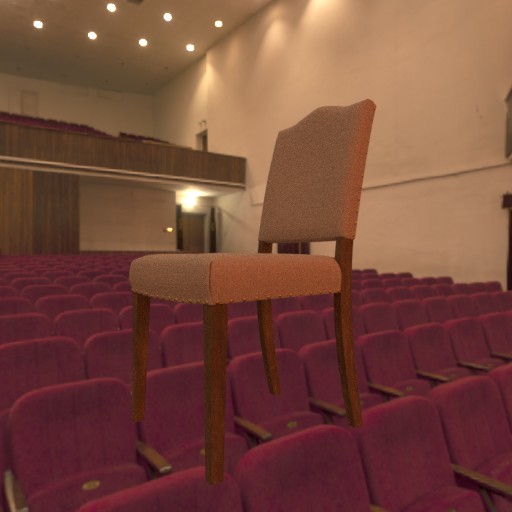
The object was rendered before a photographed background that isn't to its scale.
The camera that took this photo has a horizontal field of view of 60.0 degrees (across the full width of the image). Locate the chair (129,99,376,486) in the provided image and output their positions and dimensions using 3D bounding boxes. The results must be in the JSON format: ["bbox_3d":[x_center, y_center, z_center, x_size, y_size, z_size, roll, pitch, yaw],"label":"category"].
[{"bbox_3d":[0.000,0.000,1.356,0.620,1.020,0.508,0,0,-36],"label":"chair"}]
